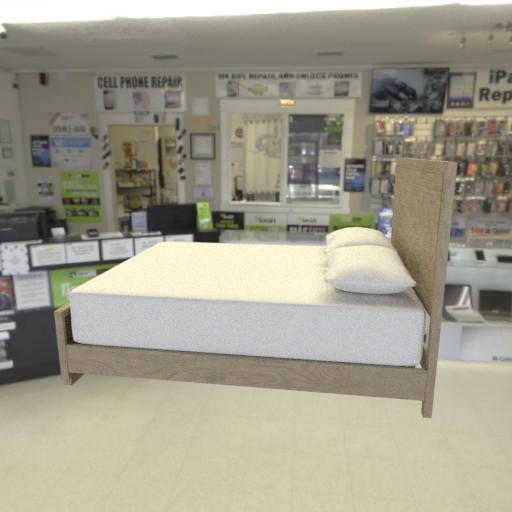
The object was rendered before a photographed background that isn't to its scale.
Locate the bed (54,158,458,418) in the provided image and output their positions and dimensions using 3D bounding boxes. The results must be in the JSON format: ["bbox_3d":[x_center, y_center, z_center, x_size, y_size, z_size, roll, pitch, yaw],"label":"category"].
[{"bbox_3d":[0.000,0.000,3.201,2.189,1.369,1.606,2,13,9],"label":"bed"}]
